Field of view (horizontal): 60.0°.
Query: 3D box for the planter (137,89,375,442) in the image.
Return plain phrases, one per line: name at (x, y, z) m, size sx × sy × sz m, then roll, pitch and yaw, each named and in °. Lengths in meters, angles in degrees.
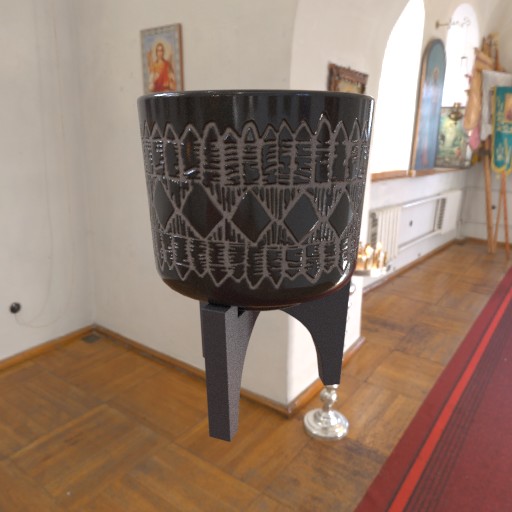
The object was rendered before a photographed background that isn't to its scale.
planter at (0.000, 0.000, 0.529) m, size 0.251 × 0.355 × 0.251 m, roll -2°, pitch 16°, yaw -9°
